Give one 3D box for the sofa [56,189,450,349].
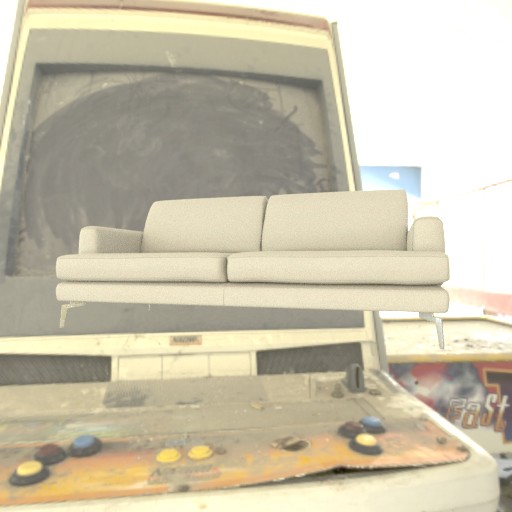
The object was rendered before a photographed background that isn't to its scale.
[{"bbox_3d":[0.000,0.000,2.504,1.940,0.765,0.974,0,-1,18],"label":"sofa"}]
